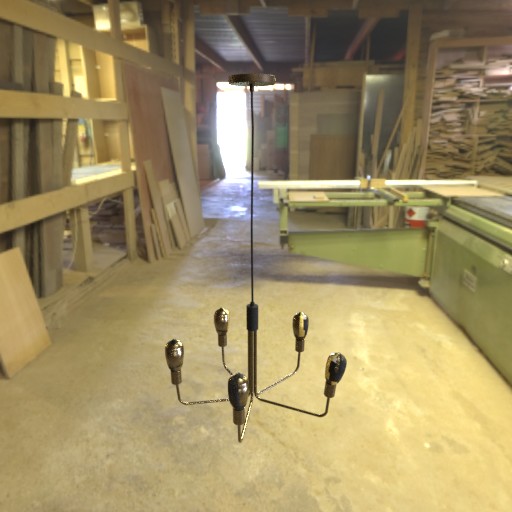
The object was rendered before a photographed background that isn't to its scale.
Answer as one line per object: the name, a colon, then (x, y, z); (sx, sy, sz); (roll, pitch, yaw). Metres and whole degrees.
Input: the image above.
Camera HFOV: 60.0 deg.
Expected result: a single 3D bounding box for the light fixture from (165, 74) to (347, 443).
light fixture: (0.000, 0.000, 1.395); (0.588, 1.059, 0.532); (2, 15, 8)
